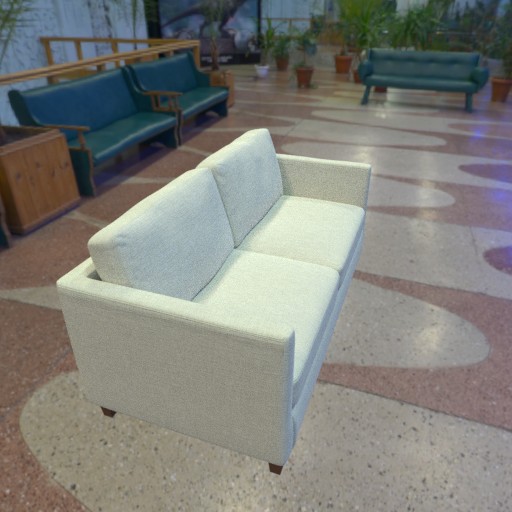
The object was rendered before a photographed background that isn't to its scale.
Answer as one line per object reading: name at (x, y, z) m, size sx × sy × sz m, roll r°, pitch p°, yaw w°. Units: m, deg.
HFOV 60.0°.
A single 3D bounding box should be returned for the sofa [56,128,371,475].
sofa at (0.000, 0.000, 2.381) m, size 0.950 × 0.963 × 1.838 m, roll 11°, pitch 31°, yaw 18°
